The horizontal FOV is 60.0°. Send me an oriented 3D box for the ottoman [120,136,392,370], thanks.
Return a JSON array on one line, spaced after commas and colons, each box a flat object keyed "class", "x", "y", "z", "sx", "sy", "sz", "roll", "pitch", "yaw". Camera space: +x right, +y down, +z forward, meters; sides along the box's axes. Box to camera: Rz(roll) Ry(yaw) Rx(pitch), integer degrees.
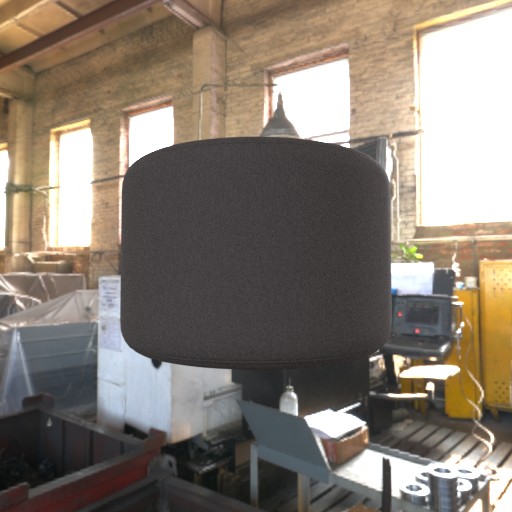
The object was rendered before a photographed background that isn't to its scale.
[{"class": "ottoman", "x": 0.000, "y": 0.000, "z": 1.042, "sx": 0.608, "sy": 0.433, "sz": 0.608, "roll": 0, "pitch": -2, "yaw": 0}]
